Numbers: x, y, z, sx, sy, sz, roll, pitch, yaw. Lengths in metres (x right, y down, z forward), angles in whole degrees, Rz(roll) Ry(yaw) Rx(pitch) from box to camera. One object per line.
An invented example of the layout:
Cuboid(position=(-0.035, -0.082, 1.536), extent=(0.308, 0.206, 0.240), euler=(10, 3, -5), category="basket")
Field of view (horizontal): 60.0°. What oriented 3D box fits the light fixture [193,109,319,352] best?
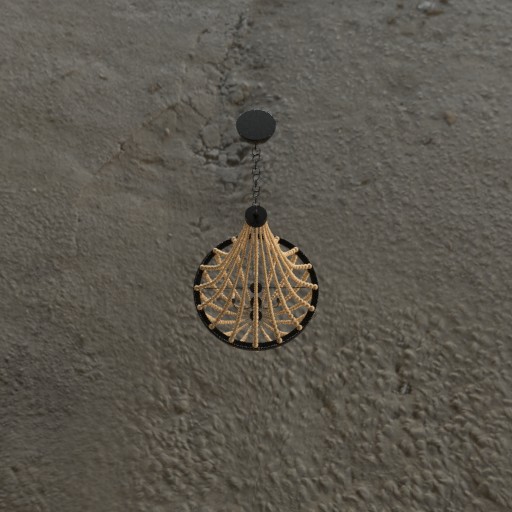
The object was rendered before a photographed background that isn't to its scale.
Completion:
Cuboid(position=(0.000, 0.000, 1.364), extent=(0.450, 1.133, 0.450), euler=(0, 63, 0), category="light fixture")
